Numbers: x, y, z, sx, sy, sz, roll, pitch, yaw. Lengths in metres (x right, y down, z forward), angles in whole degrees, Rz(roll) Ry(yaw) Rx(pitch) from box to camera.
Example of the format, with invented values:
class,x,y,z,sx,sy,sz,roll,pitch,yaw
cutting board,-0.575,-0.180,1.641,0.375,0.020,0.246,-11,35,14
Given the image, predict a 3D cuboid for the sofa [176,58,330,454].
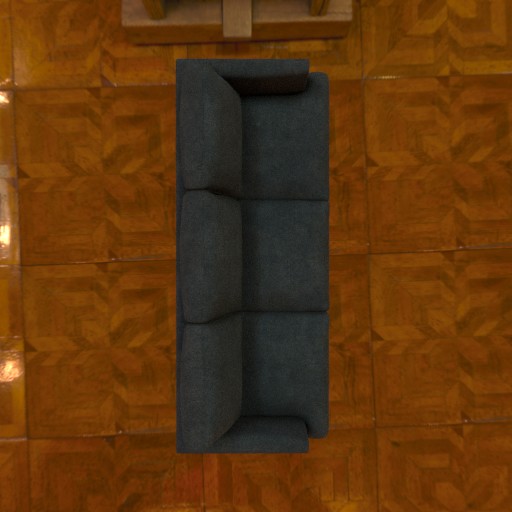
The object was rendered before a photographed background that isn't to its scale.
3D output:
class,x,y,z,sx,sy,sz,roll,pitch,yaw
sofa,0.000,0.000,2.684,0.903,0.930,2.246,0,90,0
